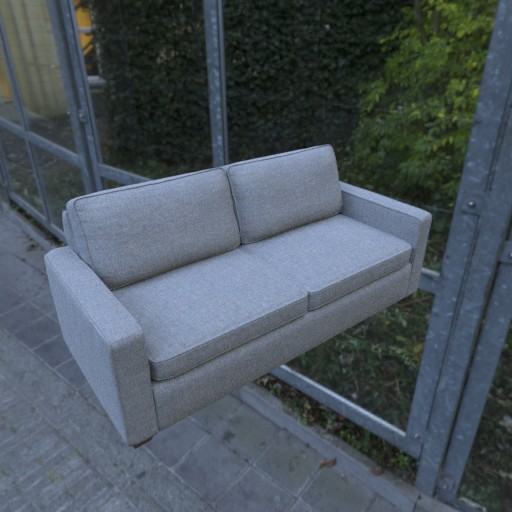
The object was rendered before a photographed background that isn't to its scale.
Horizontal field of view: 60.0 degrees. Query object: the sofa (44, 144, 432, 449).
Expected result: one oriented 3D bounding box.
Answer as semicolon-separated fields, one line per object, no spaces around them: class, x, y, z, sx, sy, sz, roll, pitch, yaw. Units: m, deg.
sofa;0.000;0.000;2.553;2.078;0.918;0.945;-20;34;-32
